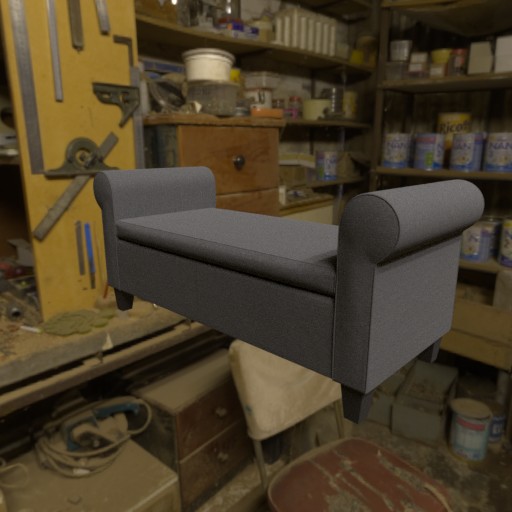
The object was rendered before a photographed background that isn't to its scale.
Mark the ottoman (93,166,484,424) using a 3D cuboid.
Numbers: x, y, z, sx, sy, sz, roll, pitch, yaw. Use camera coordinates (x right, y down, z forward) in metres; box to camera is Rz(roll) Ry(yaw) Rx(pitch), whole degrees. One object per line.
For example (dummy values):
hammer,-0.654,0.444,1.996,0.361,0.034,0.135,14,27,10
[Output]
ottoman,0.000,0.000,1.511,1.256,0.547,0.521,13,19,42
